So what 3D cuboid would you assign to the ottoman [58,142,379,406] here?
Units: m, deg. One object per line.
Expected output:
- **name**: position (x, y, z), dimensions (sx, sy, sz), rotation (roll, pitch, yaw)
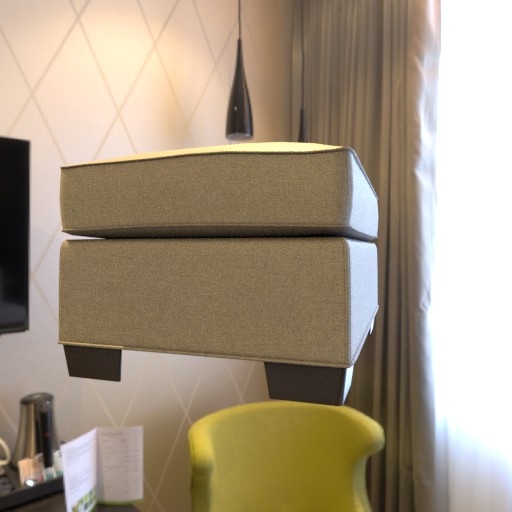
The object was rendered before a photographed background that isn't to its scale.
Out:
- **ottoman**: position (0.000, 0.000, 1.228), dimensions (0.619, 0.504, 0.843), rotation (0, 1, 18)
